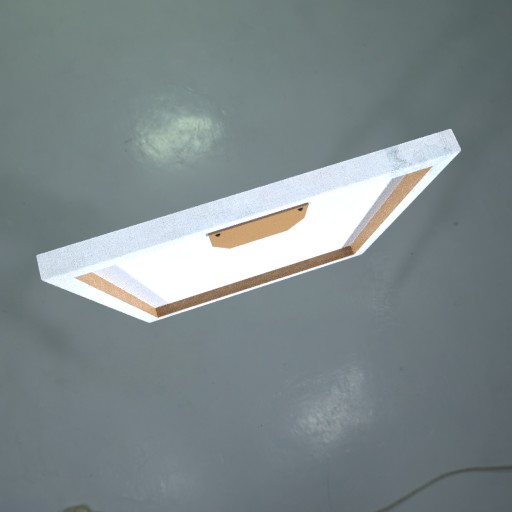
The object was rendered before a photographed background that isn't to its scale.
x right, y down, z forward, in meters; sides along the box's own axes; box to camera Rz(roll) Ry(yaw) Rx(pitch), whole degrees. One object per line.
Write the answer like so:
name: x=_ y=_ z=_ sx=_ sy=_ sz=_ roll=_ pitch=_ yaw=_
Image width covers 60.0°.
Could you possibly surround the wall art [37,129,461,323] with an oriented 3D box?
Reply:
wall art: x=0.000 y=0.000 z=0.903 sx=0.605 sy=0.605 sz=0.044 roll=-18 pitch=77 yaw=-4
